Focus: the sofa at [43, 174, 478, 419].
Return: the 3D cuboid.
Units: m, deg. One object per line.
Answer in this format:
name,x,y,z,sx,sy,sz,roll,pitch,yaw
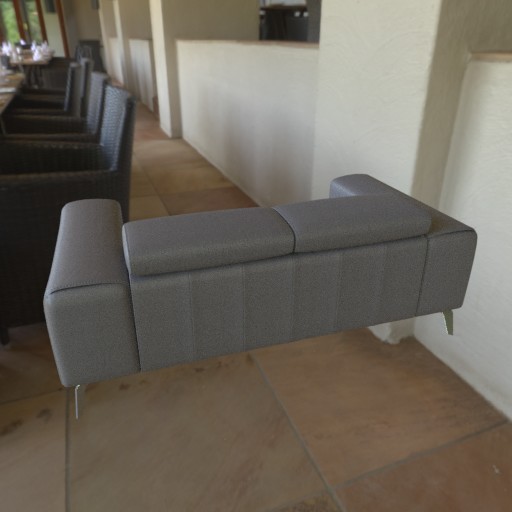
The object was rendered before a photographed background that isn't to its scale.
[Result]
sofa,0.000,0.000,2.346,1.930,0.753,1.024,-8,27,-16
